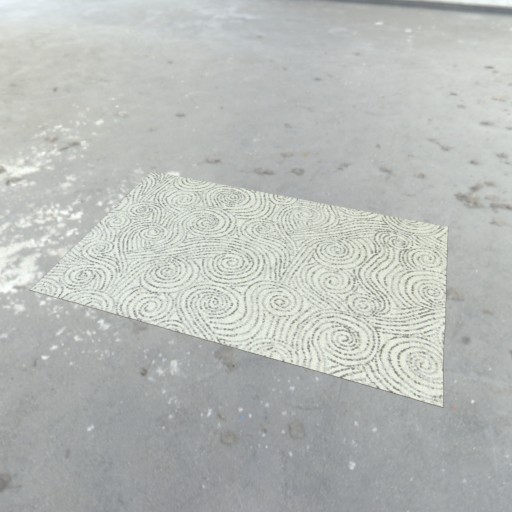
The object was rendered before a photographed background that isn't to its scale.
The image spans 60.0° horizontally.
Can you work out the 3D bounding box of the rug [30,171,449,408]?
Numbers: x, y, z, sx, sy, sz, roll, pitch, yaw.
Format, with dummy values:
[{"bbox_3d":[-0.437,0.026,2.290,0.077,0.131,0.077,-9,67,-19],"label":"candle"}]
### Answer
[{"bbox_3d":[0.000,0.000,2.982,2.439,0.005,1.524,13,43,14],"label":"rug"}]
